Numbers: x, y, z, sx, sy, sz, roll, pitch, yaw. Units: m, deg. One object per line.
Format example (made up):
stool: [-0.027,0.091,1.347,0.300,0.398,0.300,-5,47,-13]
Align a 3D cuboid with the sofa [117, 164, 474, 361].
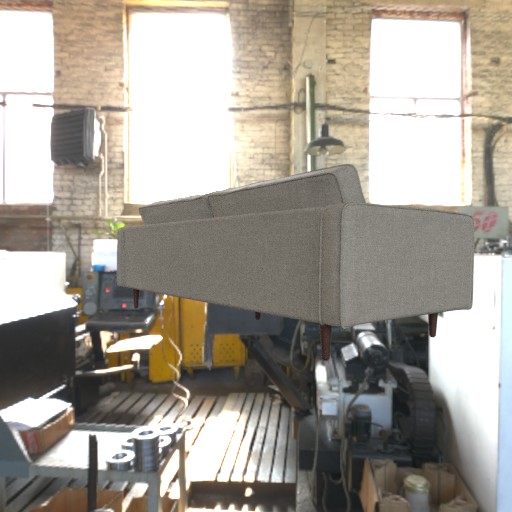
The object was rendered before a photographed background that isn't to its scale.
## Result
sofa: [0.000,0.000,2.645,0.914,0.762,2.211,-1,1,-37]
